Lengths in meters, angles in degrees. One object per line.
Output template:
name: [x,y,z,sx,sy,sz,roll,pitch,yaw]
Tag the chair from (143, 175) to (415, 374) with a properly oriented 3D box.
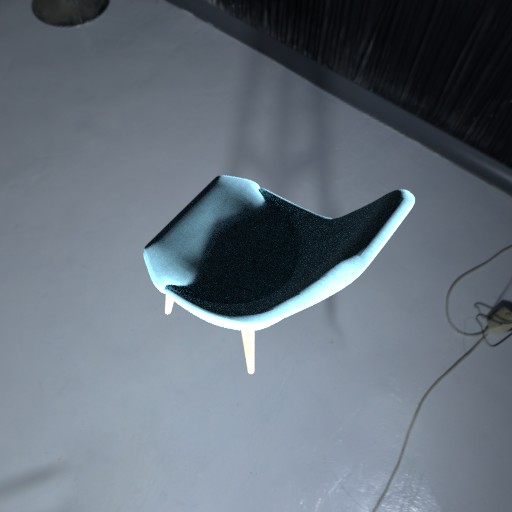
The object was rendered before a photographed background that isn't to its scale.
chair: [0.000,0.000,1.392,0.660,1.040,0.510,36,69,16]
